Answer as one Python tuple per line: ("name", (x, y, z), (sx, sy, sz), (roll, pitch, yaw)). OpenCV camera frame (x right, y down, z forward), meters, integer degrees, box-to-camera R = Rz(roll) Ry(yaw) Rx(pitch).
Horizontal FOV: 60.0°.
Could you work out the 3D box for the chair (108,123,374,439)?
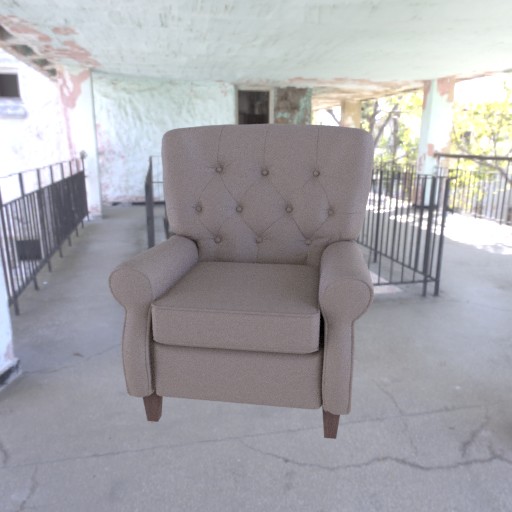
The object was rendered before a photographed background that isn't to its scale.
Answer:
("chair", (0.000, 0.000, 1.935), (0.999, 1.138, 1.041), (2, 15, 9))
